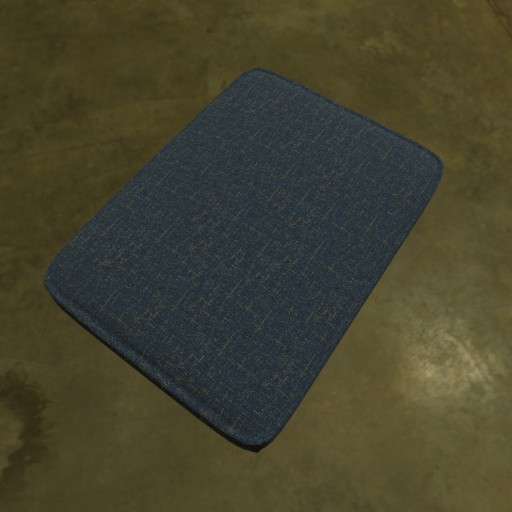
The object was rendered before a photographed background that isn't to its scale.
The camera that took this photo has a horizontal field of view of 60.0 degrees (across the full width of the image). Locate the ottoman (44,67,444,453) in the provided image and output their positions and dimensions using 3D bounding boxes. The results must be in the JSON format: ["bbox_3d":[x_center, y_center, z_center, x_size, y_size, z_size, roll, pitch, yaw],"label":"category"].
[{"bbox_3d":[0.000,0.000,1.075,0.549,0.450,0.749,33,68,15],"label":"ottoman"}]
